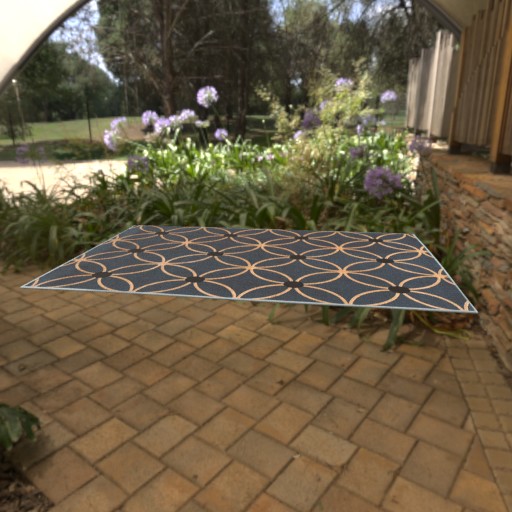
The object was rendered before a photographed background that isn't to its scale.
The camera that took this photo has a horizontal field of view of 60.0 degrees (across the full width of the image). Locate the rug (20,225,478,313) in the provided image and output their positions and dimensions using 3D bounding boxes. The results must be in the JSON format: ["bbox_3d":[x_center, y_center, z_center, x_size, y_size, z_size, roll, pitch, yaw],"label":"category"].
[{"bbox_3d":[0.000,0.000,2.884,2.284,0.008,1.522,2,17,8],"label":"rug"}]
